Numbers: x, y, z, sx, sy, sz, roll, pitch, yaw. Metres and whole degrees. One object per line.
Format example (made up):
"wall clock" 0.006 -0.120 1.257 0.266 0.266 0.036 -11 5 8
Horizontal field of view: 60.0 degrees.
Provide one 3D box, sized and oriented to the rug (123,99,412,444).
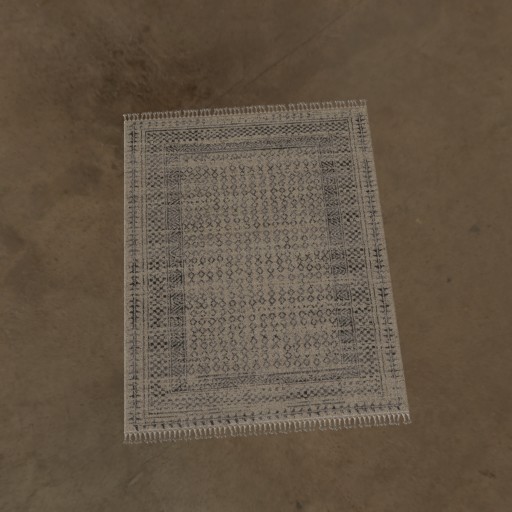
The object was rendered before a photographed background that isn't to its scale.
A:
"rug" 0.000 0.000 3.861 2.312 0.013 2.940 -4 77 -1
